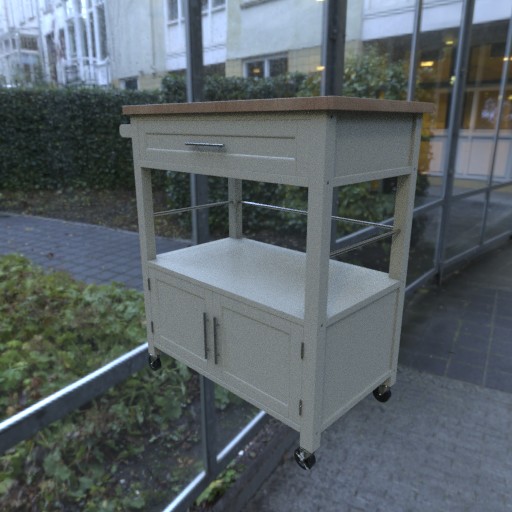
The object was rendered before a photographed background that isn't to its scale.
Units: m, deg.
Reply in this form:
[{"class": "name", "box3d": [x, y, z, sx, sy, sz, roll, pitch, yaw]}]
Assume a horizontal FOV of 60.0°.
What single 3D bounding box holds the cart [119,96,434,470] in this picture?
[{"class": "cart", "box3d": [0.000, 0.000, 1.397, 0.840, 0.901, 0.459, 16, 23, 42]}]
